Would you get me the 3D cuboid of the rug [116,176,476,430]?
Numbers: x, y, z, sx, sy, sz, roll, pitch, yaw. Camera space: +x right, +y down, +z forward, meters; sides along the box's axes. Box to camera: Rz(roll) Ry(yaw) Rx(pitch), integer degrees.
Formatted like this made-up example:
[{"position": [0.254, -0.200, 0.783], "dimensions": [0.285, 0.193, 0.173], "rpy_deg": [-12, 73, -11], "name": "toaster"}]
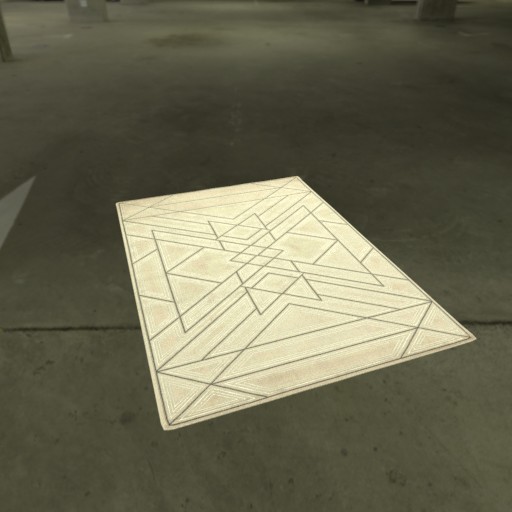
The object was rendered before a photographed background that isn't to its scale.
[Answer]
[{"position": [0.000, 0.000, 4.417], "dimensions": [2.436, 0.026, 3.381], "rpy_deg": [-11, 35, -16], "name": "rug"}]
